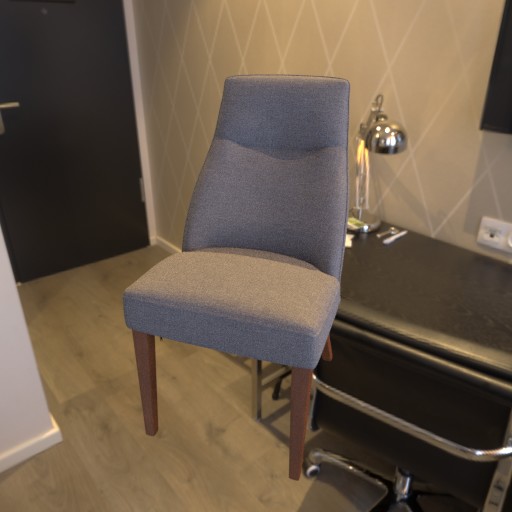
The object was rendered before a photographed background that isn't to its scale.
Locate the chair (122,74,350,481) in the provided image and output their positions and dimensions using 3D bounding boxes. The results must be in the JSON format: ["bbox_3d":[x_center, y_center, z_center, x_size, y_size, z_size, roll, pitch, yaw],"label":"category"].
[{"bbox_3d":[0.000,0.000,1.264,0.500,0.930,0.620,9,27,18],"label":"chair"}]
